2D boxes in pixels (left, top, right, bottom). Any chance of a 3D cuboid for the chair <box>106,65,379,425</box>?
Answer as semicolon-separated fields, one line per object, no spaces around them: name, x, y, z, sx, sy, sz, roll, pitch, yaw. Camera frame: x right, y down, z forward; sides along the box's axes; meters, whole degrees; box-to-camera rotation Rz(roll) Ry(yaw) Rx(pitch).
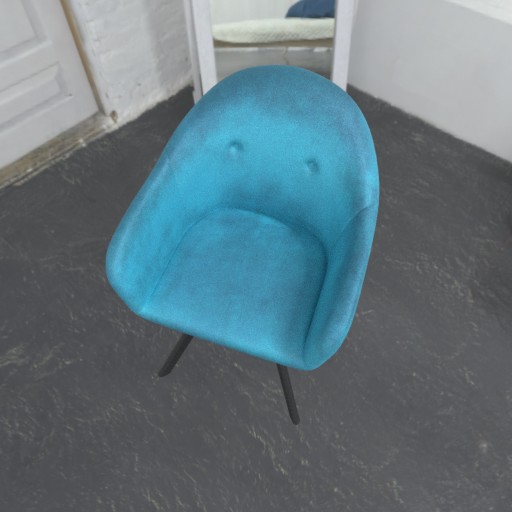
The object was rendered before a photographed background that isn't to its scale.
chair;0.000;0.000;1.177;0.540;0.780;0.570;16;58;10
